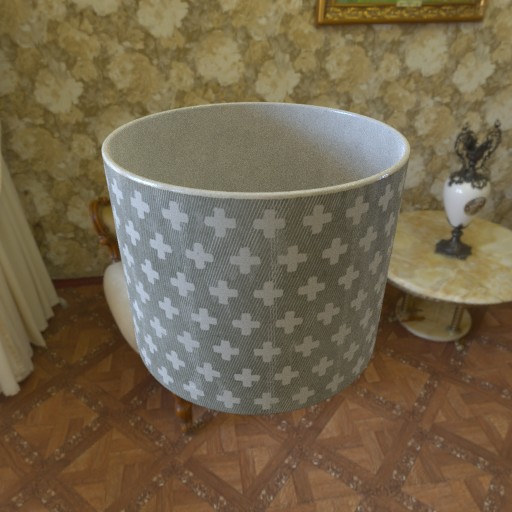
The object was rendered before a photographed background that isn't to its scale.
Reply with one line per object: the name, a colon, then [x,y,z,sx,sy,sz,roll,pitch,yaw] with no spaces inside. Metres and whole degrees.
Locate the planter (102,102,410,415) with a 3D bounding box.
planter: [0.000,0.000,0.331,0.190,0.181,0.190,0,31,0]
